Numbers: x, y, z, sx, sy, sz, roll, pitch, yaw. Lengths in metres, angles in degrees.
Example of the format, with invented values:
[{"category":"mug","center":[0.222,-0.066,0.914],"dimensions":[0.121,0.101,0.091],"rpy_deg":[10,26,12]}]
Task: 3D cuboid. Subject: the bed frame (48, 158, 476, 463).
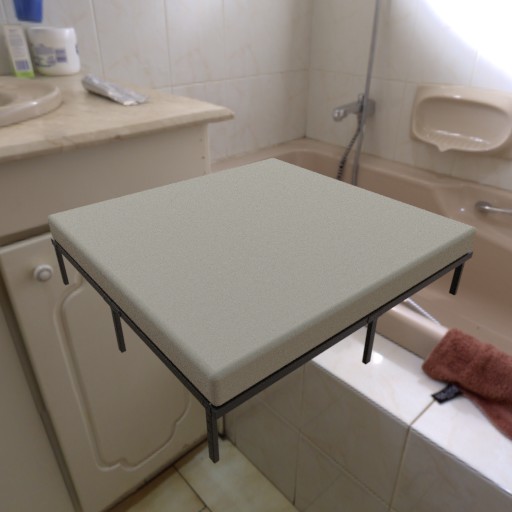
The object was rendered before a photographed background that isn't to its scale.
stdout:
[{"category":"bed frame","center":[0.000,0.000,3.857],"dimensions":[2.635,0.680,2.526],"rpy_deg":[-22,36,-34]}]
